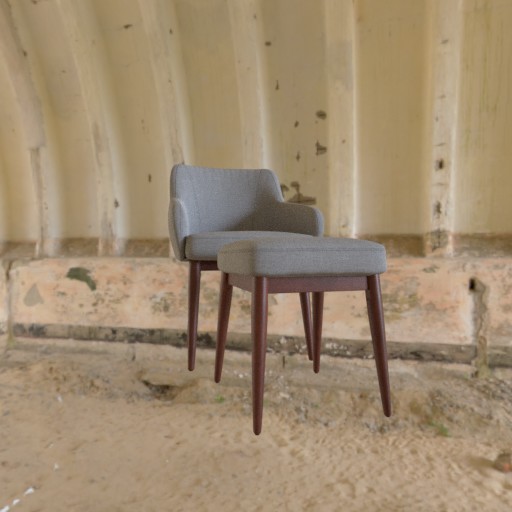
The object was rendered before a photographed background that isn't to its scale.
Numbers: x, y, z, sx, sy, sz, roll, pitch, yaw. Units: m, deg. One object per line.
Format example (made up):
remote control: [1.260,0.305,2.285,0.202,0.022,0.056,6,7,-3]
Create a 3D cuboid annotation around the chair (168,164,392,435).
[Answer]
chair: [0.000,0.000,1.580,0.584,0.799,1.107,0,1,-18]
